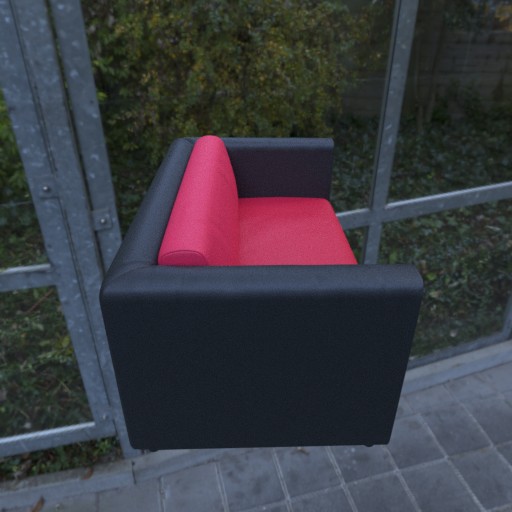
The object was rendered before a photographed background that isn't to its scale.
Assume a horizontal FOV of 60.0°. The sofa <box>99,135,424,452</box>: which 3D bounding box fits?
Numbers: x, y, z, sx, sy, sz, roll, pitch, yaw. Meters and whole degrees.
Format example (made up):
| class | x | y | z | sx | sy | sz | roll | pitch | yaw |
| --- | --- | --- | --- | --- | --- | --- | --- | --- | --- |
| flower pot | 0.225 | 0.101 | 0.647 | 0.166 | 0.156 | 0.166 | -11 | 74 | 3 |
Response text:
| class | x | y | z | sx | sy | sz | roll | pitch | yaw |
| --- | --- | --- | --- | --- | --- | --- | --- | --- | --- |
| sofa | 0.000 | 0.000 | 1.871 | 0.845 | 0.735 | 1.410 | -1 | 30 | -1 |
